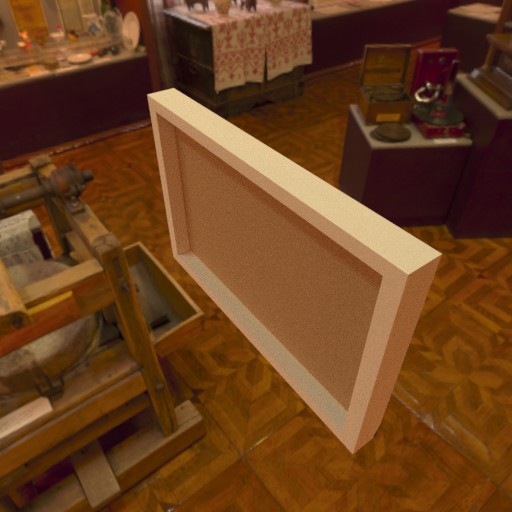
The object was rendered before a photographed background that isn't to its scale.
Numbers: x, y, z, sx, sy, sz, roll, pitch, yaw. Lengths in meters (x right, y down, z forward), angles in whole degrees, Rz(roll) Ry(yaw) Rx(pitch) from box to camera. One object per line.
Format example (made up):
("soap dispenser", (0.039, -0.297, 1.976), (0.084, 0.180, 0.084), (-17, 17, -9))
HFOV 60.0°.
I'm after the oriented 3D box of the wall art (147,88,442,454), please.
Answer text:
("wall art", (0.000, 0.000, 0.497), (0.039, 0.254, 0.384), (-25, 47, -26))
